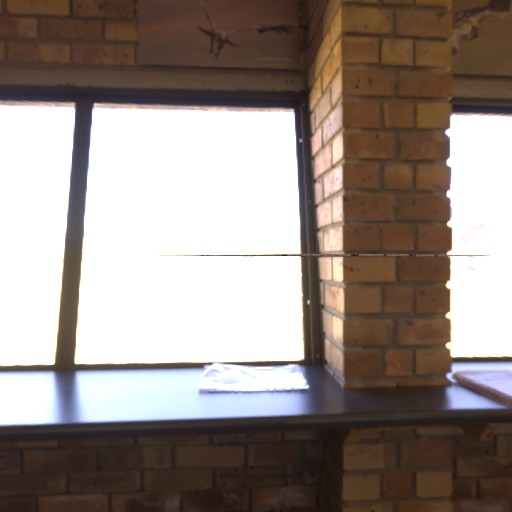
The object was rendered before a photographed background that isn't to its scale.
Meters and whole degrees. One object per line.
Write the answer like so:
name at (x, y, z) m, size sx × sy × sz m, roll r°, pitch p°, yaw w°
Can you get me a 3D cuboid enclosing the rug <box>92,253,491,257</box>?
rug at (0.000, 0.000, 3.075) m, size 1.526 × 0.008 × 2.465 m, roll 0°, pitch 0°, yaw -36°
